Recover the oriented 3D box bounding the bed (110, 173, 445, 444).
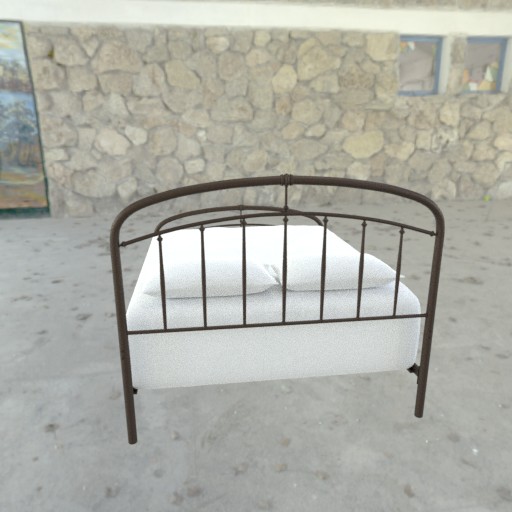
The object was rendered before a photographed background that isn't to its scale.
[{"bbox_3d":[0.000,0.000,3.324,1.711,1.425,2.180,-2,16,-8],"label":"bed"}]
